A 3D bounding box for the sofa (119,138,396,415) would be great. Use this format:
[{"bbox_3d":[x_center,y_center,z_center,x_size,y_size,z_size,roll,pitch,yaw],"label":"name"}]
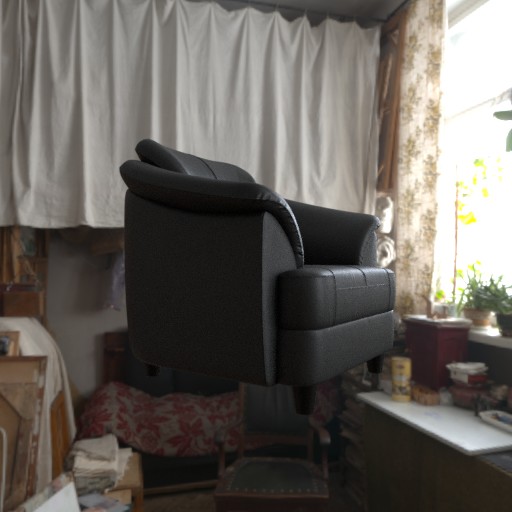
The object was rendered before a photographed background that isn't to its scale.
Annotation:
[{"bbox_3d":[0.000,0.000,1.531,0.794,0.811,0.870,-1,-1,35],"label":"sofa"}]
